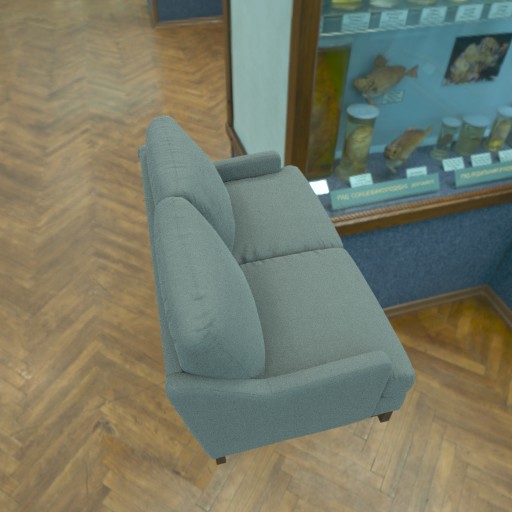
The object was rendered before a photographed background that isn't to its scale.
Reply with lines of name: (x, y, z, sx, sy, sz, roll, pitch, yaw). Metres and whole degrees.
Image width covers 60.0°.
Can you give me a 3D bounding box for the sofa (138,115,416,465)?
sofa: (0.000, 0.000, 2.197, 0.987, 0.921, 1.589, -10, 45, -10)
